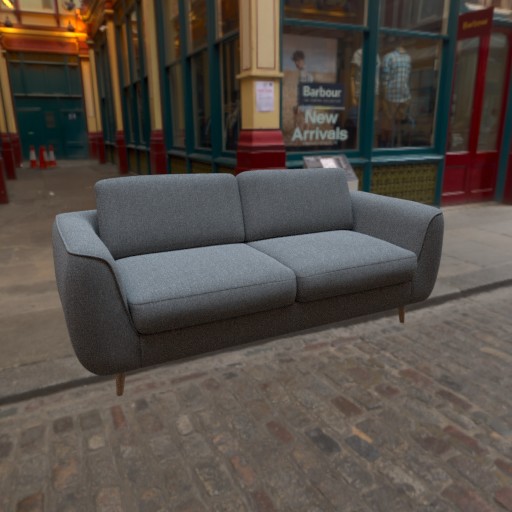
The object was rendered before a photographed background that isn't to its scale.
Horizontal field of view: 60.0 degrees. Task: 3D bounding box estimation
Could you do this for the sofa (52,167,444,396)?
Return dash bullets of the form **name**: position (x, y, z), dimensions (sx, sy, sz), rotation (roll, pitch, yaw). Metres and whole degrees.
- **sofa**: position (0.000, 0.000, 2.425), dimensions (2.000, 0.870, 0.920), rotation (-8, 18, -26)
